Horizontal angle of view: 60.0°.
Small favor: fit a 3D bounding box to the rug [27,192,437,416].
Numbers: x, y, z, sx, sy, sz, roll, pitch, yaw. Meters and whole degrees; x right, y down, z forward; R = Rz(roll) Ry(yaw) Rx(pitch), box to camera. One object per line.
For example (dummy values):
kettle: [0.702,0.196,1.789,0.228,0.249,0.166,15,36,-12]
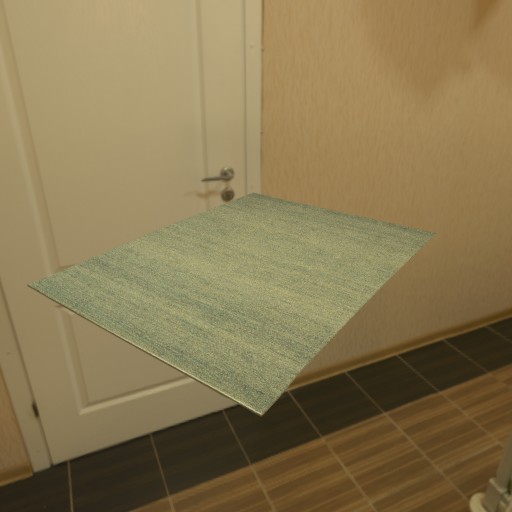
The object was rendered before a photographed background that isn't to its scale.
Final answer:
rug: [0.000,0.000,4.266,2.461,0.046,3.237,18,31,32]
